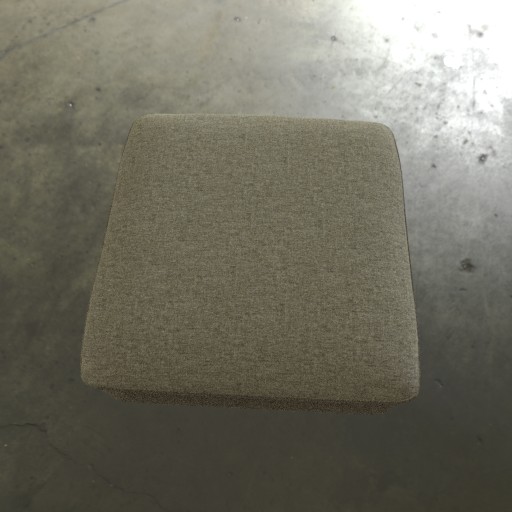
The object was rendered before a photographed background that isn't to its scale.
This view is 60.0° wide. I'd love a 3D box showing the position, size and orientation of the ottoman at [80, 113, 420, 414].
[{"bbox_3d":[0.000,0.000,1.628,1.035,0.526,1.039,3,65,1],"label":"ottoman"}]
